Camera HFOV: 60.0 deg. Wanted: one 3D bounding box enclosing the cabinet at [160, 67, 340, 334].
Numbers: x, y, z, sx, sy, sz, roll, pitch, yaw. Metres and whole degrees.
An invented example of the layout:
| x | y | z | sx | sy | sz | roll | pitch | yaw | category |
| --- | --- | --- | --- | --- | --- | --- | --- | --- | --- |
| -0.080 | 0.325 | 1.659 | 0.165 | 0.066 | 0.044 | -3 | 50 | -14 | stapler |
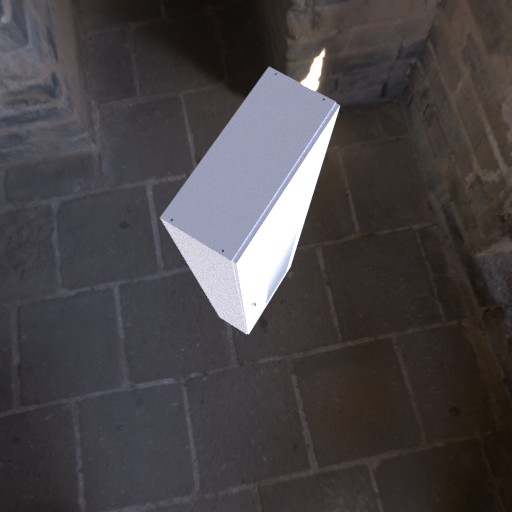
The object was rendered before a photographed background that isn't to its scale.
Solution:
| x | y | z | sx | sy | sz | roll | pitch | yaw | category |
| --- | --- | --- | --- | --- | --- | --- | --- | --- | --- |
| 0.000 | 0.000 | 1.962 | 0.230 | 1.790 | 0.500 | 31 | 77 | 8 | cabinet |
